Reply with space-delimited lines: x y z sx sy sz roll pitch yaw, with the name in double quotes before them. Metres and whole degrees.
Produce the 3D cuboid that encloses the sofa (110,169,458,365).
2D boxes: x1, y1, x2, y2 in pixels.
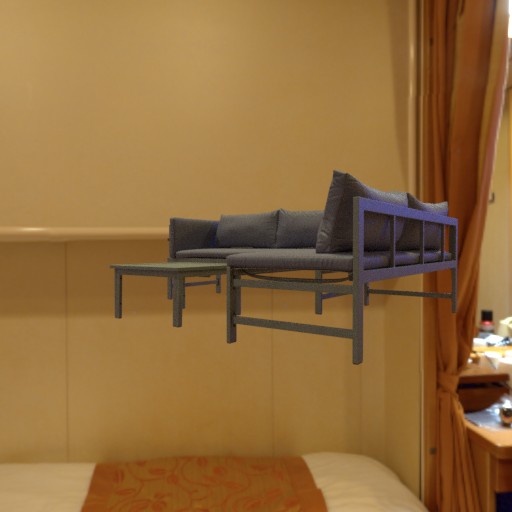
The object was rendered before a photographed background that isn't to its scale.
"sofa" 0.000 0.000 2.950 2.149 0.762 1.658 1 2 36
